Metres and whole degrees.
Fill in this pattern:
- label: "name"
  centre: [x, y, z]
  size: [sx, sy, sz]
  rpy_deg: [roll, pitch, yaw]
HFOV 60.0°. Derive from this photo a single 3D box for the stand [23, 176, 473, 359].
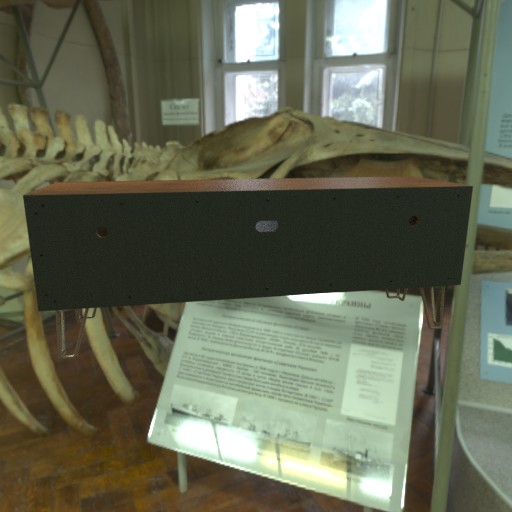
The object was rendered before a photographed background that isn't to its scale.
- label: "stand"
  centre: [0.000, 0.000, 1.885]
  size: [1.626, 0.610, 0.481]
  rpy_deg: [-3, 15, -10]
